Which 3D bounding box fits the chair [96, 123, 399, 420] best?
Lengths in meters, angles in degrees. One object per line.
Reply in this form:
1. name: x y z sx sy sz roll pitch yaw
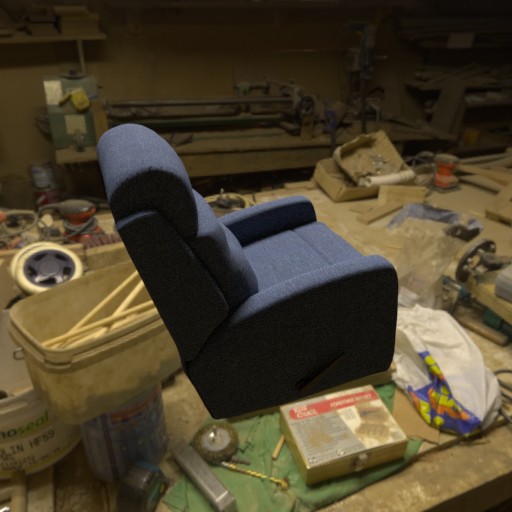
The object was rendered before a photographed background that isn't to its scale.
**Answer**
1. chair: 0.000 0.000 1.757 1.043 1.013 0.798 -11 31 -18
